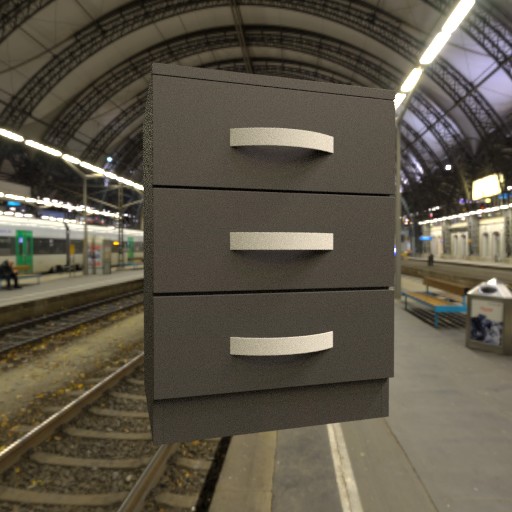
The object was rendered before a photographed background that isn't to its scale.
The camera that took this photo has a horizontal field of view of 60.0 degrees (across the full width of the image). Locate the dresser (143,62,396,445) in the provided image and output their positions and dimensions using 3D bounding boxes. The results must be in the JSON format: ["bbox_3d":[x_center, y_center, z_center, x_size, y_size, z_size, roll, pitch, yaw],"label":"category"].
[{"bbox_3d":[0.000,0.000,0.842,0.400,0.560,0.360,0,1,-17],"label":"dresser"}]
